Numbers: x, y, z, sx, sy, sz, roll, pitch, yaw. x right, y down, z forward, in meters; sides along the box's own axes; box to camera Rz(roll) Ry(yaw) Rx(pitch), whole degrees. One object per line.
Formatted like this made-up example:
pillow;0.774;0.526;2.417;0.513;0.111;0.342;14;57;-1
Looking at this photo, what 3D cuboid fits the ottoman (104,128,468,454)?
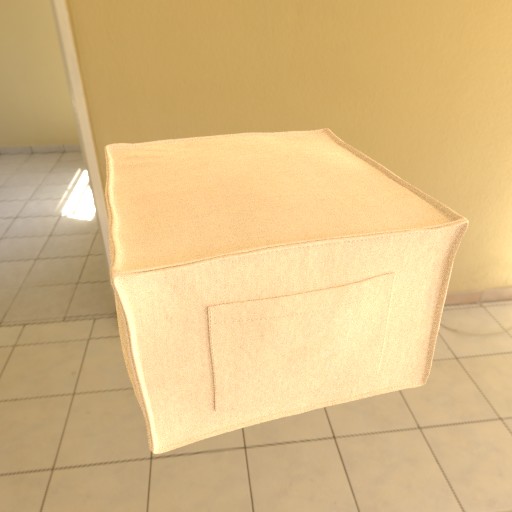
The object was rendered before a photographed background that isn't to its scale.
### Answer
ottoman;0.000;0.000;1.144;0.707;0.470;0.696;-9;32;-15
